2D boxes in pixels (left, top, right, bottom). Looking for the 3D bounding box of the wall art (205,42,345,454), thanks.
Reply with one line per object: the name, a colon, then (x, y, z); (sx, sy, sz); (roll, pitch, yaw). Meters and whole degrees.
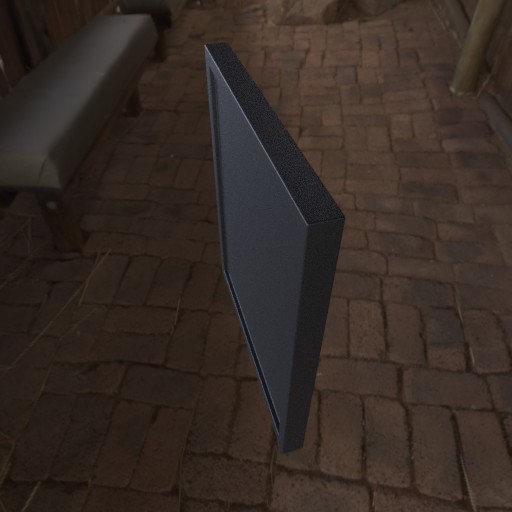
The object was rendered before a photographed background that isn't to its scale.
wall art: (0.000, 0.000, 0.535); (0.028, 0.381, 0.328); (-12, 46, -11)
